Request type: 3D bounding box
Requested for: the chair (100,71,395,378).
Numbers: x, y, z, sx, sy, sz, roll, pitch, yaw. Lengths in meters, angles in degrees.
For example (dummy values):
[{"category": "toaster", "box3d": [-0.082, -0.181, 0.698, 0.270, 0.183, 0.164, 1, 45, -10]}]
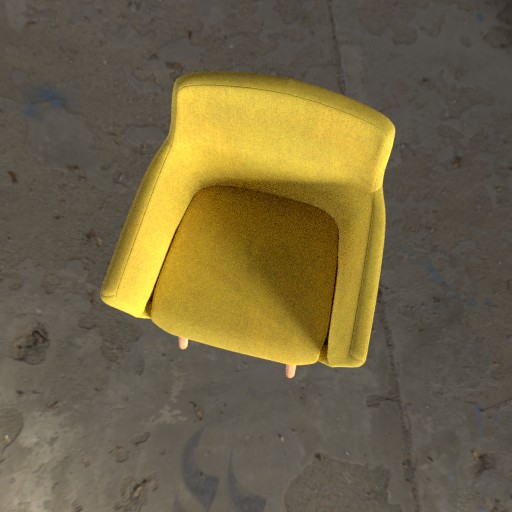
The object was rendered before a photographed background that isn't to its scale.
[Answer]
[{"category": "chair", "box3d": [0.000, 0.000, 1.199, 0.570, 0.780, 0.570, 14, 76, 4]}]
